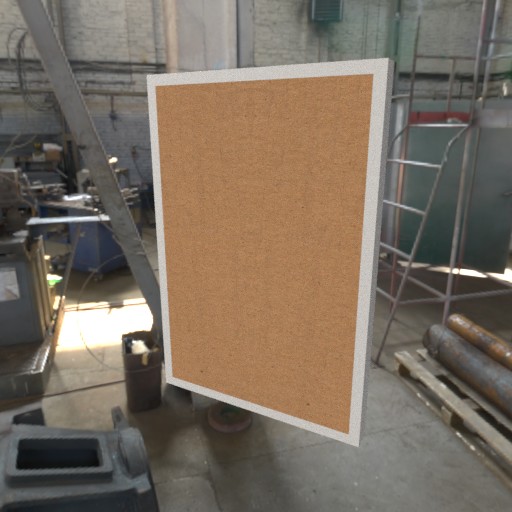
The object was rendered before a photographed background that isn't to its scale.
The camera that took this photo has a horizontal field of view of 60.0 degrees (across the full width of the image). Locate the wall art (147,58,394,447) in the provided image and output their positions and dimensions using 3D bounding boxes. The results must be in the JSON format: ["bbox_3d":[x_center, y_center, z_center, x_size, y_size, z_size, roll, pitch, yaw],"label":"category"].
[{"bbox_3d":[0.000,0.000,0.547,0.293,0.428,0.025,9,18,27],"label":"wall art"}]
